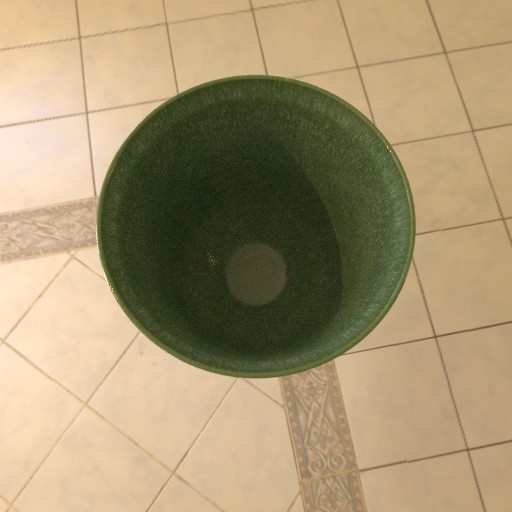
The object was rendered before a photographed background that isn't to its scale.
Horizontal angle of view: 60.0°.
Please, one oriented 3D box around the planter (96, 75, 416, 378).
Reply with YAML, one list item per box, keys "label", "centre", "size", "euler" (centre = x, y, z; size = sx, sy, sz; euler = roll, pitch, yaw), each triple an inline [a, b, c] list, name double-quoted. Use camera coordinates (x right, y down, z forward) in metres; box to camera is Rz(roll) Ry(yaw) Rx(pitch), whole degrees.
- label: "planter"
  centre: [0.000, 0.000, 0.373]
  size: [0.195, 0.214, 0.195]
  euler: [0, 76, 0]
